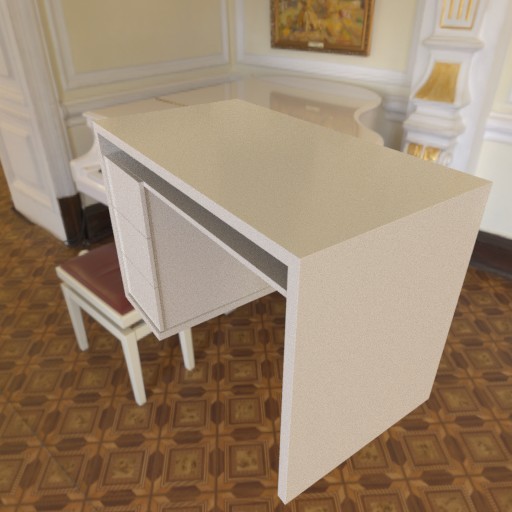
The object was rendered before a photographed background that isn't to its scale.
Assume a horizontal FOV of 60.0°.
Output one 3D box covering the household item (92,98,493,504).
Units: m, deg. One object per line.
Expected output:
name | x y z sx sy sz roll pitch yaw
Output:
household item | 0.000 0.000 1.479 0.597 0.749 1.100 -20 37 -30
